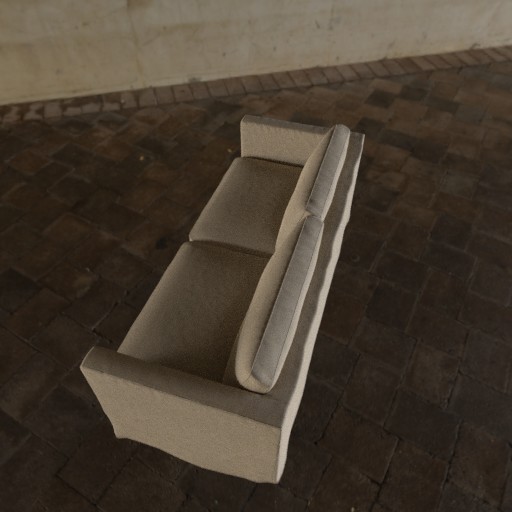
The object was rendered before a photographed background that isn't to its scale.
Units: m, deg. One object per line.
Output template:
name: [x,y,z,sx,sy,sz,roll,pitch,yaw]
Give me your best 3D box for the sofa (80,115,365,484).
sofa: [0.000,0.000,2.760,0.956,0.847,2.296,13,48,12]
